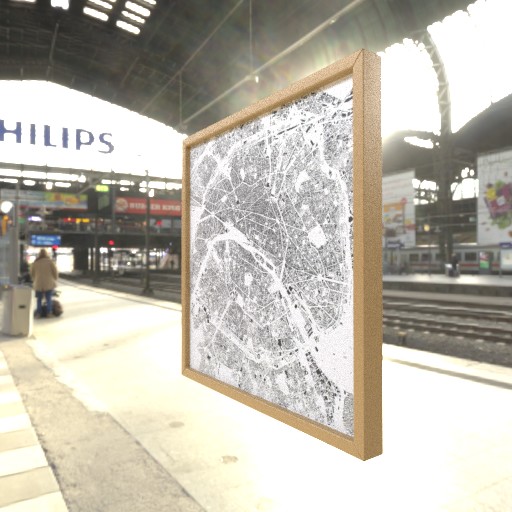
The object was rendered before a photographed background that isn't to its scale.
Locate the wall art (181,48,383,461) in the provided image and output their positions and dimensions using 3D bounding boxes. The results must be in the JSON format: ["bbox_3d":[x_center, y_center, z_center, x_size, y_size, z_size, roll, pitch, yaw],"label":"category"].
[{"bbox_3d":[0.000,0.000,0.762,0.036,0.509,0.509,0,-1,-35],"label":"wall art"}]
